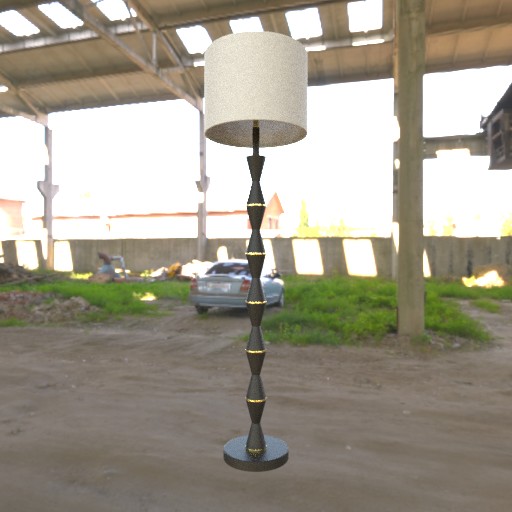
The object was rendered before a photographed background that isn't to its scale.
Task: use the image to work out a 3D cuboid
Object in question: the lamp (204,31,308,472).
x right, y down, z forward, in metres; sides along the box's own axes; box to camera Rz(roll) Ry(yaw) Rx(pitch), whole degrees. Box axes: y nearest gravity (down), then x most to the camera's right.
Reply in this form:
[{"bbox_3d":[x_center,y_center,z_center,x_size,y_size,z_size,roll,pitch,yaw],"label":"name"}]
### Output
[{"bbox_3d":[0.000,0.000,1.642,0.381,1.480,0.381,0,0,-17],"label":"lamp"}]
